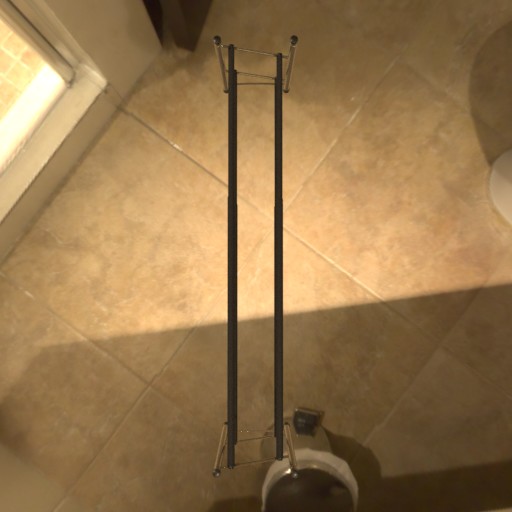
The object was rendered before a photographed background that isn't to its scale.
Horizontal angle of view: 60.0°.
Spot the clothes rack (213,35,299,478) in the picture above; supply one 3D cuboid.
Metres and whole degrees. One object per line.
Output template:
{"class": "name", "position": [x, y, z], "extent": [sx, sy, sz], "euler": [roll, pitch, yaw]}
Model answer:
{"class": "clothes rack", "position": [0.000, 0.000, 1.339], "extent": [0.229, 0.349, 1.168], "euler": [0, 89, 0]}
